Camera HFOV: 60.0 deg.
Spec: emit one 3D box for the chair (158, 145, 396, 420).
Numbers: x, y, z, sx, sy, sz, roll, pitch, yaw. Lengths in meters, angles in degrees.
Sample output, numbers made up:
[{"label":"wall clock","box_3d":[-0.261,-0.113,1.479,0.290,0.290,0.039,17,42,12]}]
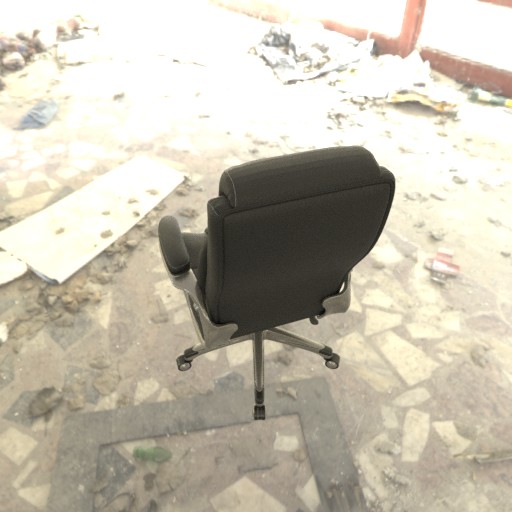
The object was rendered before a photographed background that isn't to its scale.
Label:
[{"label":"chair","box_3d":[0.000,0.000,1.698,0.741,1.167,0.784,-13,44,-14]}]
